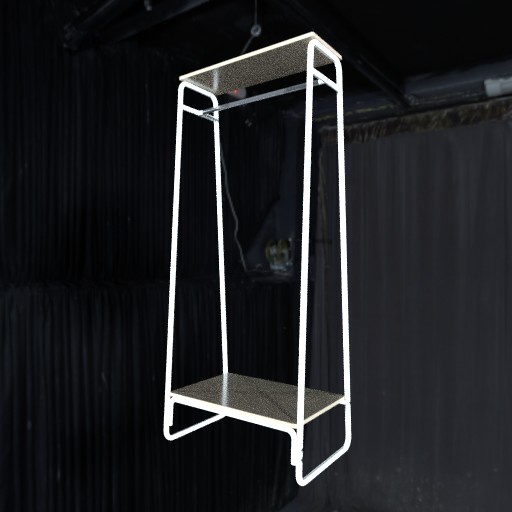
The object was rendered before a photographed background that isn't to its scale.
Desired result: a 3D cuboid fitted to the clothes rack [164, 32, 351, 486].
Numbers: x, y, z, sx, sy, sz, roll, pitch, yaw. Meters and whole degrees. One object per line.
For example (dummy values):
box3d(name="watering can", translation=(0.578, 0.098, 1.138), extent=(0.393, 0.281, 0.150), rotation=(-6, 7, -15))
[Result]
box3d(name="clothes rack", translation=(0.000, 0.000, 1.770), extent=(0.640, 1.512, 0.400), rotation=(0, 0, 36))
